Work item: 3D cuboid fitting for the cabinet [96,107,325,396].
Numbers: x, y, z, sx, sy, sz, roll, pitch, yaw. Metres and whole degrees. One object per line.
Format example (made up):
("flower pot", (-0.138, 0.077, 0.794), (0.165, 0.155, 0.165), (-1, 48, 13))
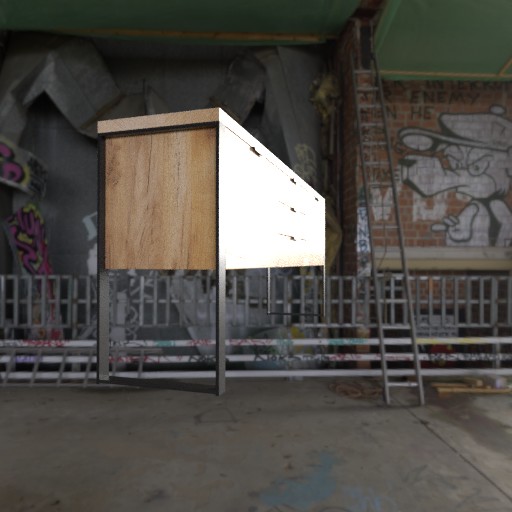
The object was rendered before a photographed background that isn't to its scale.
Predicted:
("cabinet", (0.000, 0.000, 2.083), (0.395, 0.762, 1.800), (0, -1, 18))
